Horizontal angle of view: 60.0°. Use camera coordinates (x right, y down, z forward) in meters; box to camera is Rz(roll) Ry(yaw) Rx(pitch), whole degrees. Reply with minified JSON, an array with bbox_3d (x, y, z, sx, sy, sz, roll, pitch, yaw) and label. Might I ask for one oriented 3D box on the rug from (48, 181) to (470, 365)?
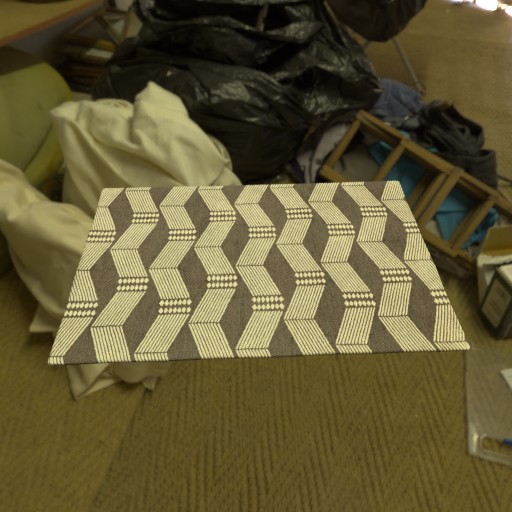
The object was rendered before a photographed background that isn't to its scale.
[{"bbox_3d":[0.000,0.000,2.328,1.833,0.016,1.210,-2,47,-2],"label":"rug"}]
